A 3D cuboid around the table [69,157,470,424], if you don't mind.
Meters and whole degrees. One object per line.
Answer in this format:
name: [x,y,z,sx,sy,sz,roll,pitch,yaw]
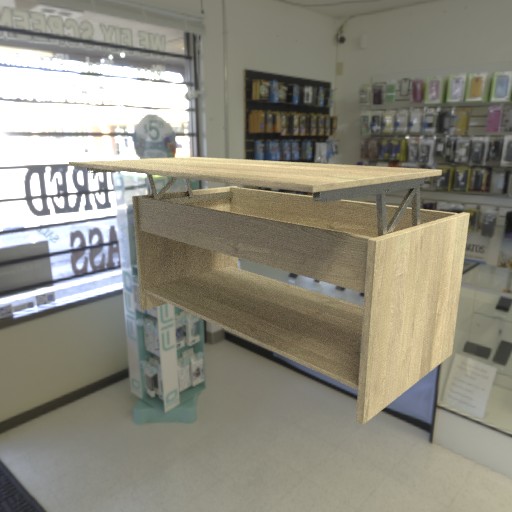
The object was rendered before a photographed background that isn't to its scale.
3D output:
table: [0.000,0.000,1.395,0.712,0.570,1.000,-14,21,-42]
